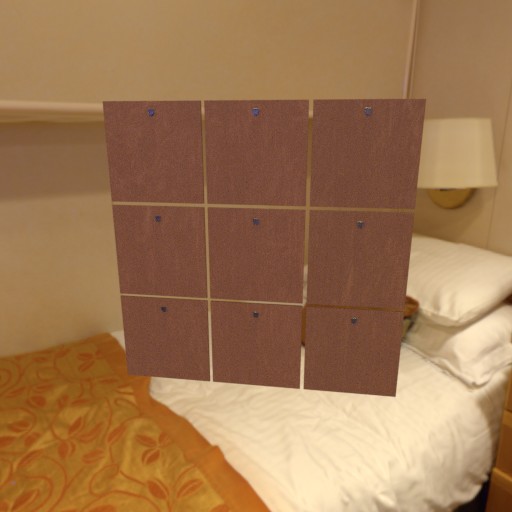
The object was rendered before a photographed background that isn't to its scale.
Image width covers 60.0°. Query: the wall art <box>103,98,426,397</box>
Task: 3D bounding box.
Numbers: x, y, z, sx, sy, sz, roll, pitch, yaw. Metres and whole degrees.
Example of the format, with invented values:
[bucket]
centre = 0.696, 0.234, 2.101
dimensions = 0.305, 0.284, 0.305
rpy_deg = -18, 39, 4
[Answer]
[wall art]
centre = 0.000, 0.000, 2.289
dimensions = 1.526, 1.522, 0.023
rpy_deg = 2, 17, 8
